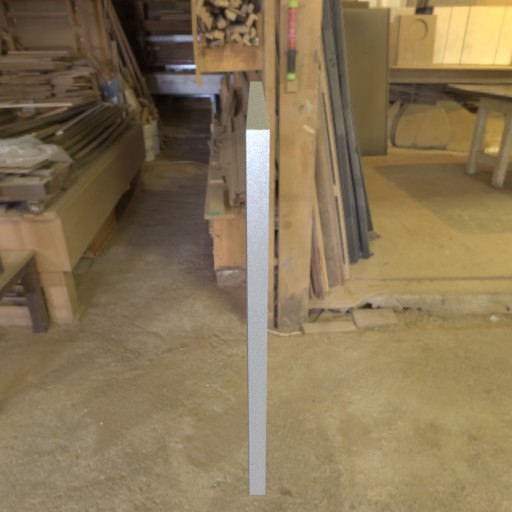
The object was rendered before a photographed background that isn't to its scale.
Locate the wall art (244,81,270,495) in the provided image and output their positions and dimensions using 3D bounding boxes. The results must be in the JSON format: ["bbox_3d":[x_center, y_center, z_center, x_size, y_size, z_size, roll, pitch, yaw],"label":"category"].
[{"bbox_3d":[0.000,0.000,1.188,0.038,0.807,0.809,0,26,0],"label":"wall art"}]
